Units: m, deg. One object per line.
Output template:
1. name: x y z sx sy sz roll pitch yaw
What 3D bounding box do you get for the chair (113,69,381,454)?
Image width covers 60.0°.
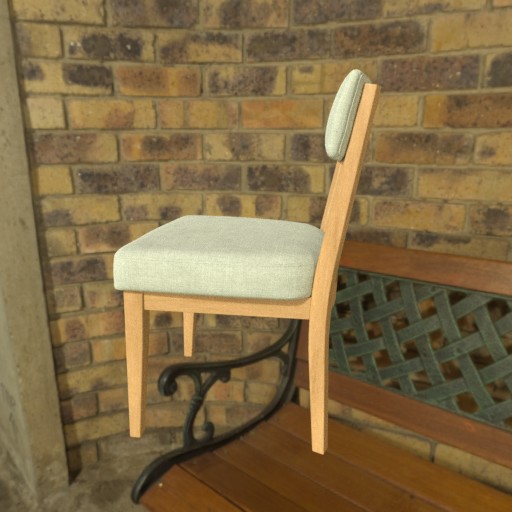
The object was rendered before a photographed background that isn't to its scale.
1. chair: 0.000 0.000 1.159 0.572 0.832 0.508 2 14 9
